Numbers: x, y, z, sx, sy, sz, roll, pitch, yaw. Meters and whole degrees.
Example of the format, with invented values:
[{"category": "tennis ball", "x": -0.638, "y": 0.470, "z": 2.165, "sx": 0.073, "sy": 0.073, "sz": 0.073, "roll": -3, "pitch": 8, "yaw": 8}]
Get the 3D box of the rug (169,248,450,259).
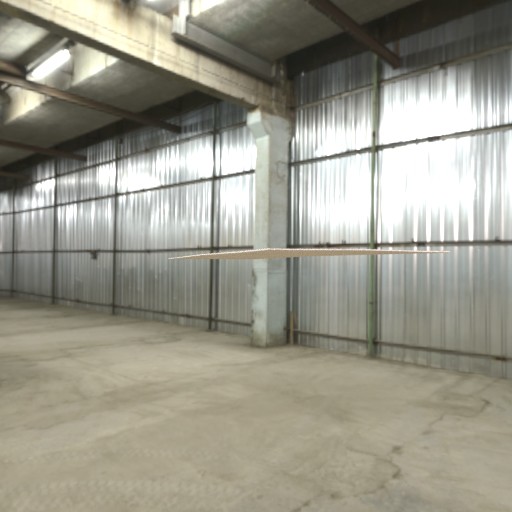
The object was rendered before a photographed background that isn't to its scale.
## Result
[{"category": "rug", "x": 0.000, "y": 0.000, "z": 2.595, "sx": 0.712, "sy": 0.013, "sz": 2.346, "roll": 0, "pitch": -1, "yaw": -19}]
